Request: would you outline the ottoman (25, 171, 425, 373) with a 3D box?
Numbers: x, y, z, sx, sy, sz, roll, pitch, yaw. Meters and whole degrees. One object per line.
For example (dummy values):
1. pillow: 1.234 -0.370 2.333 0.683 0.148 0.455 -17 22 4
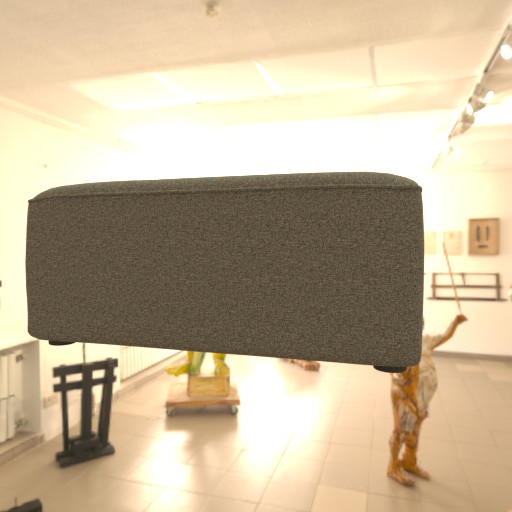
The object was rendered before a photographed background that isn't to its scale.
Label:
1. ottoman: 0.000 0.000 1.518 1.015 0.464 1.005 1 2 17
